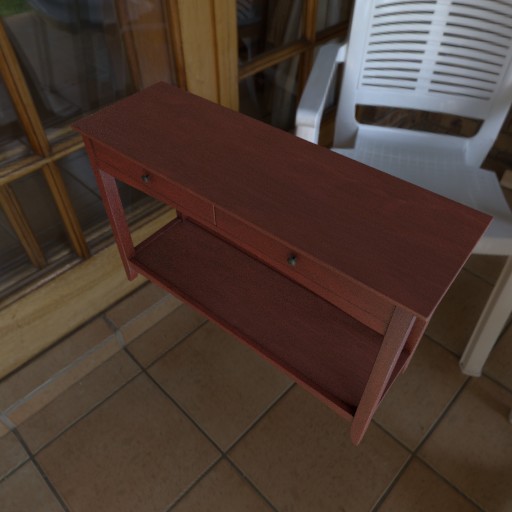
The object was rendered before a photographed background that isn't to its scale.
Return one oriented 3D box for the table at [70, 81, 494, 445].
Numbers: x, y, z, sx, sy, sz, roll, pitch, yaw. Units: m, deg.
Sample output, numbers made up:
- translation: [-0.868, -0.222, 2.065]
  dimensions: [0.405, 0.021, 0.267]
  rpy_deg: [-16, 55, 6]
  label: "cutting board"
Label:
- translation: [0.000, 0.000, 1.507]
  dimensions: [1.188, 0.739, 0.392]
  rpy_deg: [30, 53, 26]
  label: "table"
